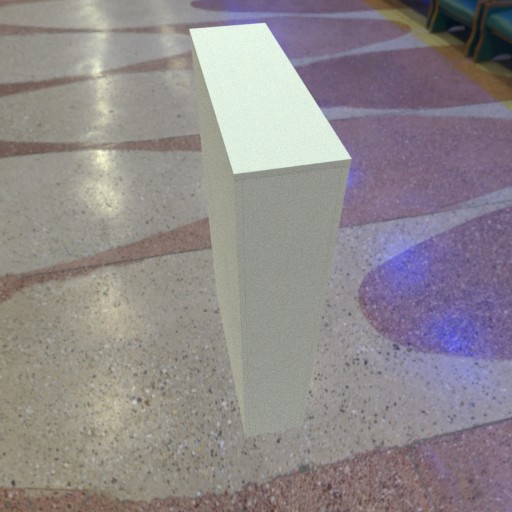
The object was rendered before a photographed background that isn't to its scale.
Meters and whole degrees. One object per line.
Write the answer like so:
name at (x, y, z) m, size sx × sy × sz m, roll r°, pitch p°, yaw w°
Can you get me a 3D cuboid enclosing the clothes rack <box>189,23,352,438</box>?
clothes rack at (0.000, 0.000, 1.572) m, size 0.250 × 1.280 × 0.750 m, roll -9°, pitch 47°, yaw -8°
